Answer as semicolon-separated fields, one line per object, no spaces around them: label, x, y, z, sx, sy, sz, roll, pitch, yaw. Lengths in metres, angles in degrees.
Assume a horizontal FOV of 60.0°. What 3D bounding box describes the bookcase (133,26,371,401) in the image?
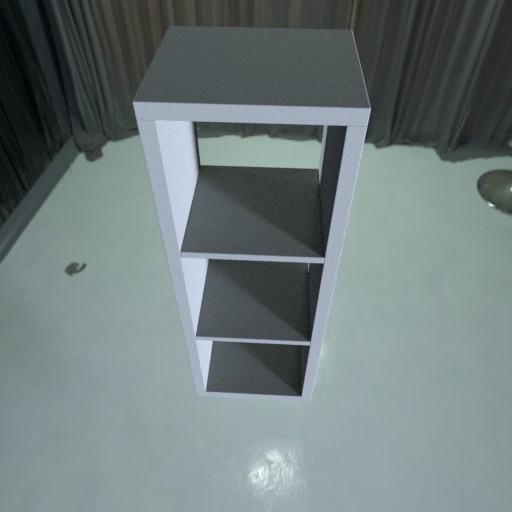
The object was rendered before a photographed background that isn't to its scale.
bookcase;0.000;0.000;1.230;0.390;1.080;0.330;2;47;2
